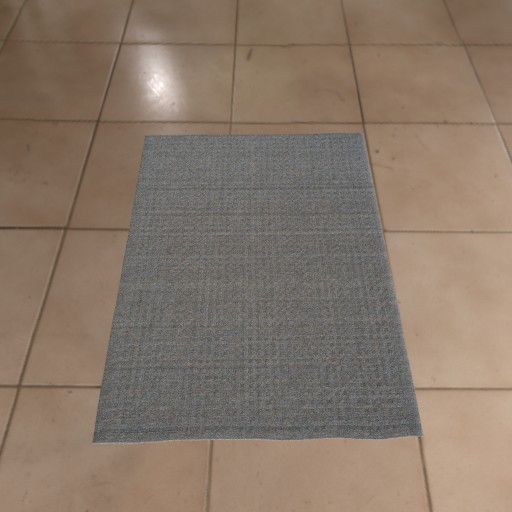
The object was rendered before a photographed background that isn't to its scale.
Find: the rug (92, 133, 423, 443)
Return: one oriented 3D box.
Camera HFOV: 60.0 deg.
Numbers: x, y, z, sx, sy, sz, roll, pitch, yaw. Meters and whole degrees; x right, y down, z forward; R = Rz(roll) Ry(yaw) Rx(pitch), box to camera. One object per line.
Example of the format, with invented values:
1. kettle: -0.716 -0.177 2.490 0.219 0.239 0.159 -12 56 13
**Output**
1. rug: 0.000 0.000 4.093 2.443 0.007 3.200 -1 58 0
